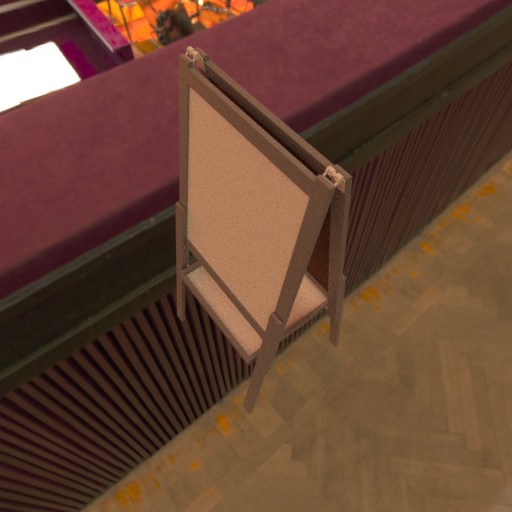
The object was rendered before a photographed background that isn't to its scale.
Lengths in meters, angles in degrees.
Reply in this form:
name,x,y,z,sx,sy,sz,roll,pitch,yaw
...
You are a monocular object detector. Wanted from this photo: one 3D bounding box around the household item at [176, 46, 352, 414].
name,x,y,z,sx,sy,sz,roll,pitch,yaw
household item,0.000,0.000,1.427,0.469,1.172,0.531,-32,62,-19
